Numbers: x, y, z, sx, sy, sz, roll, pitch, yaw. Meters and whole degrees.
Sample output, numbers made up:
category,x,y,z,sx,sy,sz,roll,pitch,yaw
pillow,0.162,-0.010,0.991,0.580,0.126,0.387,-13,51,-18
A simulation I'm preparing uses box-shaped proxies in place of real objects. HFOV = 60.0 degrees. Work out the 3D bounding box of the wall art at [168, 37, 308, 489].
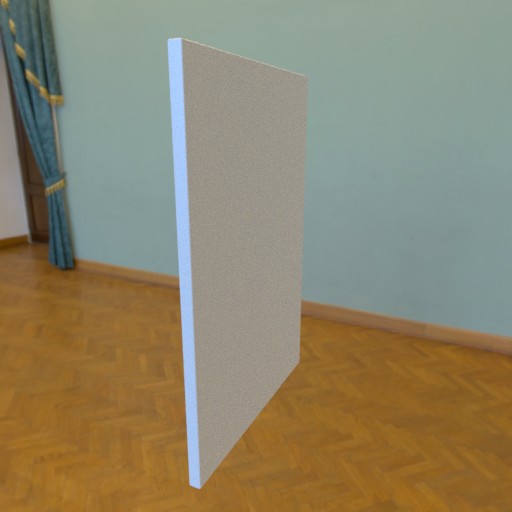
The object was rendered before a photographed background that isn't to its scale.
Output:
category,x,y,z,sx,sy,sz,roll,pitch,yaw
wall art,0.000,0.000,1.008,0.026,0.813,0.556,8,18,25
